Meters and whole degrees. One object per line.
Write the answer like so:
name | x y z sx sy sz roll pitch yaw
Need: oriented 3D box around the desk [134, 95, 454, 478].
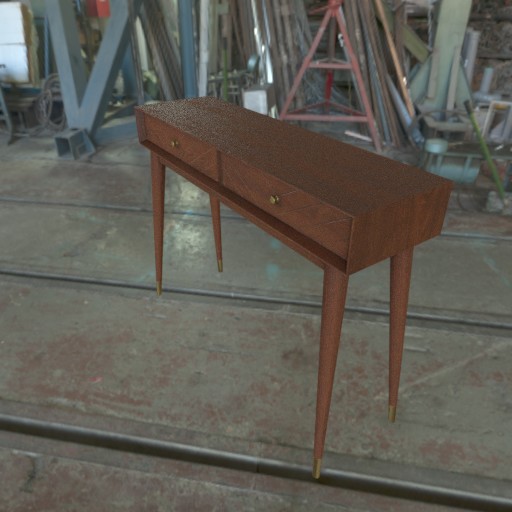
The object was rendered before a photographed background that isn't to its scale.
desk | 0.000 0.000 1.668 0.384 0.917 1.204 -20 37 -29
